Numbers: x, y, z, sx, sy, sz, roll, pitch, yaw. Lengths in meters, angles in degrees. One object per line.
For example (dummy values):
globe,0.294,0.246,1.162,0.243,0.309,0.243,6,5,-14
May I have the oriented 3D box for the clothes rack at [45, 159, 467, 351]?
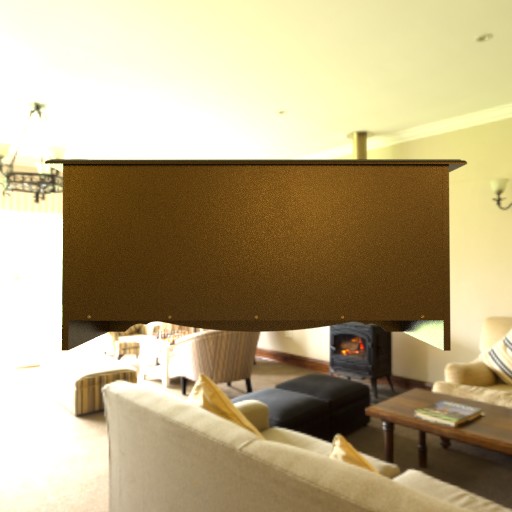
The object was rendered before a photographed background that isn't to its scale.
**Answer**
clothes rack,0.000,0.000,1.476,1.219,0.556,0.406,0,-1,0
